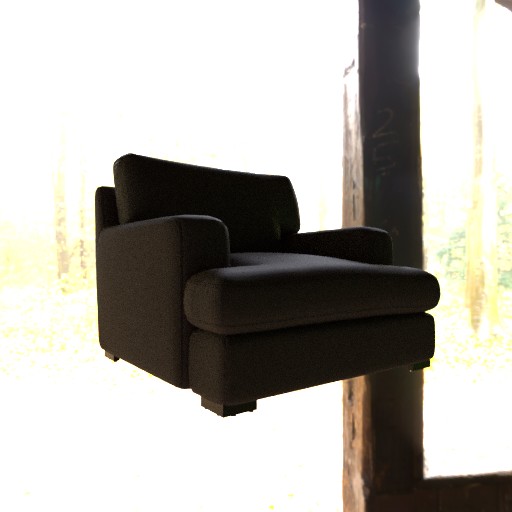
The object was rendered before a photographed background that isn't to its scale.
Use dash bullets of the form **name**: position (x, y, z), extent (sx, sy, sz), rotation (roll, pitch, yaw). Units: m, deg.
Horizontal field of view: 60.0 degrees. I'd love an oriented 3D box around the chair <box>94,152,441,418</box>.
- **chair**: position (0.000, 0.000, 1.978), extent (1.168, 0.940, 1.143), rotation (0, -1, -36)
